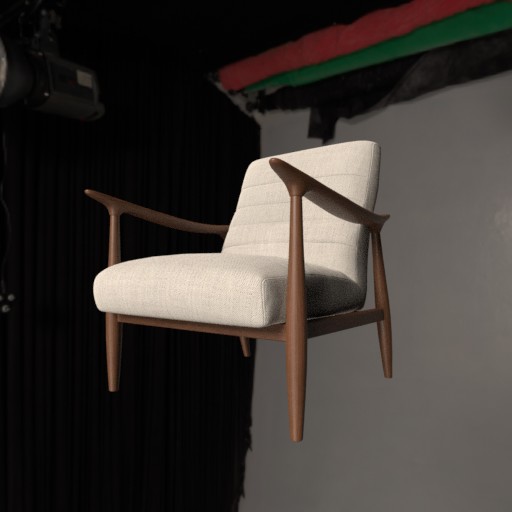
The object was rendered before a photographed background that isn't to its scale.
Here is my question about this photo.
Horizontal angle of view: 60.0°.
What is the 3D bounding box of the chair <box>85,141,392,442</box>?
[{"bbox_3d":[0.000,0.000,1.424,0.741,0.832,0.798,-1,-1,36],"label":"chair"}]
